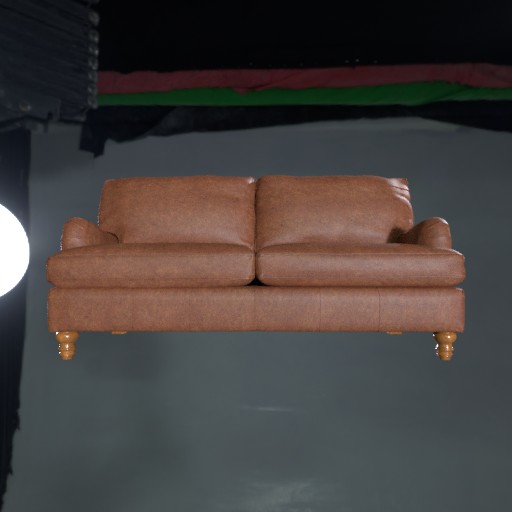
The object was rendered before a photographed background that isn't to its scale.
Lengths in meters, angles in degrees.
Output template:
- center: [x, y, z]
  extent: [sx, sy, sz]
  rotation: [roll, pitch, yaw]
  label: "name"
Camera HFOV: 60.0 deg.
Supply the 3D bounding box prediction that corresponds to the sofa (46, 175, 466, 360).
- center: [0.000, 0.000, 2.765]
  extent: [2.144, 1.071, 1.147]
  rotation: [0, -1, 0]
  label: "sofa"
